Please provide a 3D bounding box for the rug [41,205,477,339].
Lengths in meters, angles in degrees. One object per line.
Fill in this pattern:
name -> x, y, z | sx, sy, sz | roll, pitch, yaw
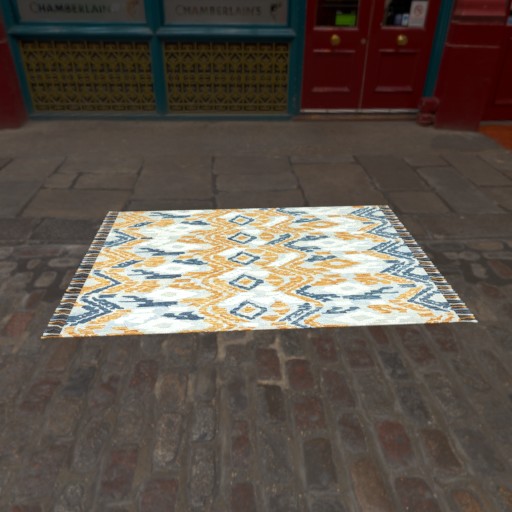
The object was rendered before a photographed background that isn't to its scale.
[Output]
rug -> 0.000, 0.000, 2.367 | 1.827, 0.008, 1.230 | -2, 30, -3
